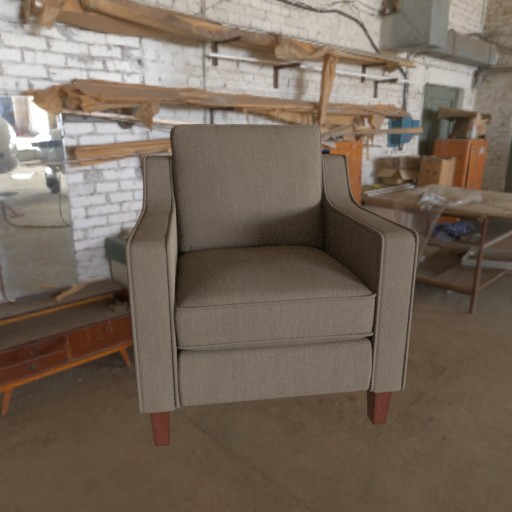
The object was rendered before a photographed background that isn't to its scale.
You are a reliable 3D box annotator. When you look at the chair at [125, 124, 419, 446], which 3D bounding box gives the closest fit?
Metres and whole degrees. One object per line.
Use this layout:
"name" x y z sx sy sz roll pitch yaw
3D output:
"chair" 0.000 0.000 1.674 0.831 0.960 0.909 -2 16 -8
